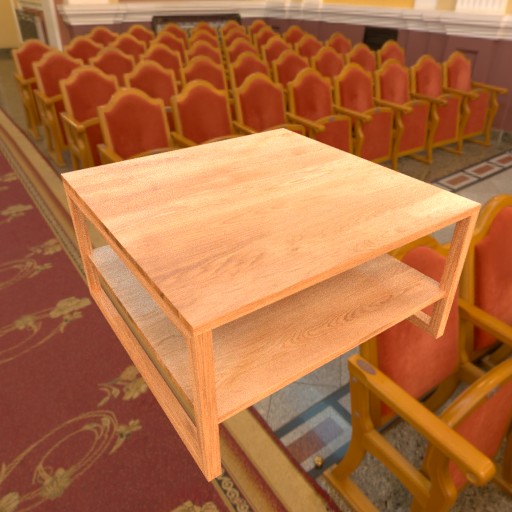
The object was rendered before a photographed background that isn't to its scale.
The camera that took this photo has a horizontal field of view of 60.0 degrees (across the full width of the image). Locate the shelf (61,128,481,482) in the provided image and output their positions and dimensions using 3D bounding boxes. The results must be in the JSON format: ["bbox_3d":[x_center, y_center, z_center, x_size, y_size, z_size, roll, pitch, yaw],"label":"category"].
[{"bbox_3d":[0.000,0.000,1.451,0.899,0.480,0.899,-20,37,-29],"label":"shelf"}]
